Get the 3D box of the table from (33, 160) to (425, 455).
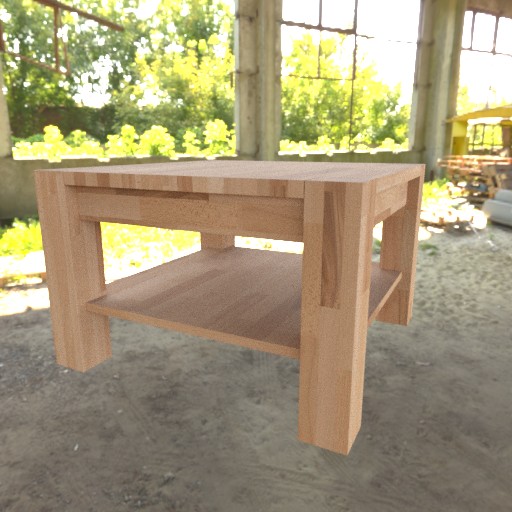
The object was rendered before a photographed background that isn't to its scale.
[{"bbox_3d":[0.000,0.000,1.139,0.700,0.451,0.700,7,16,26],"label":"table"}]
